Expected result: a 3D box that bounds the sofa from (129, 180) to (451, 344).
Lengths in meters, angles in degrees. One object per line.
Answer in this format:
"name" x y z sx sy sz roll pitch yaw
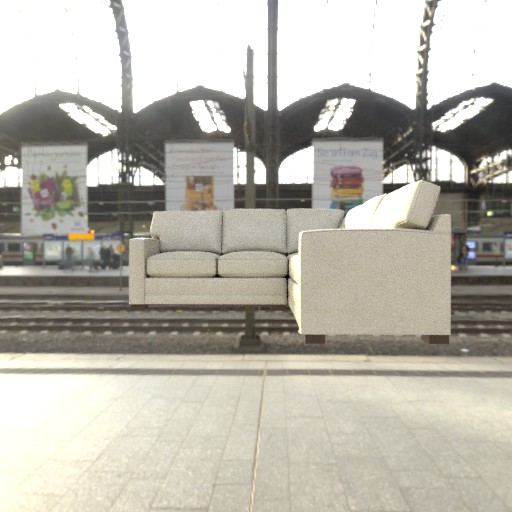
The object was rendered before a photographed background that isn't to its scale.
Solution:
"sofa" 0.000 0.000 3.500 2.188 0.936 2.211 0 1 0
